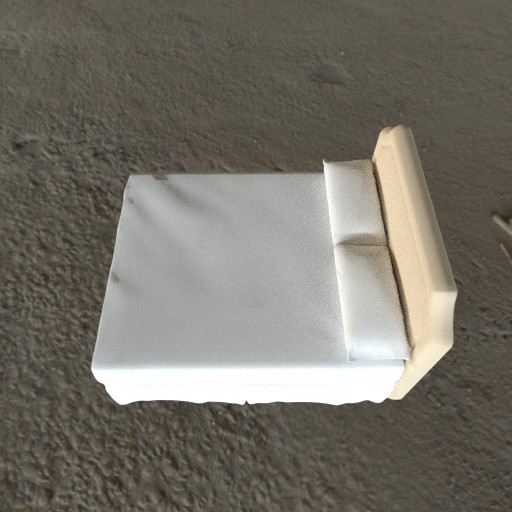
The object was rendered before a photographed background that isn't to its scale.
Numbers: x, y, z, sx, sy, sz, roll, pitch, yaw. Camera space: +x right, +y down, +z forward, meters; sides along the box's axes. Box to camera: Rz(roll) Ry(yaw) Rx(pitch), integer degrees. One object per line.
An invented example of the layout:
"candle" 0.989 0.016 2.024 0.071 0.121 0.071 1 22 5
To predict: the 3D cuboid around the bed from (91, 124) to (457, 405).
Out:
"bed" 0.000 0.000 3.810 2.548 1.524 2.134 0 57 0
